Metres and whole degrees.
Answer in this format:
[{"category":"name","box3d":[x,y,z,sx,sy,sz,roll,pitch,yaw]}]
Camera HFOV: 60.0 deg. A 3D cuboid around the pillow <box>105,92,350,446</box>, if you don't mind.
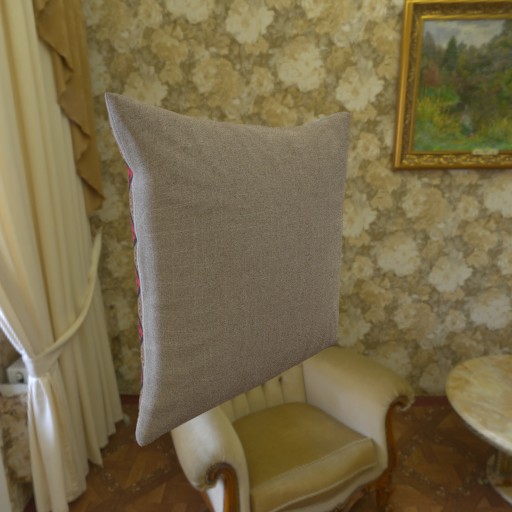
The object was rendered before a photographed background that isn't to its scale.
[{"category":"pillow","box3d":[0.000,0.000,0.781,0.513,0.511,0.158,-14,21,-43]}]
